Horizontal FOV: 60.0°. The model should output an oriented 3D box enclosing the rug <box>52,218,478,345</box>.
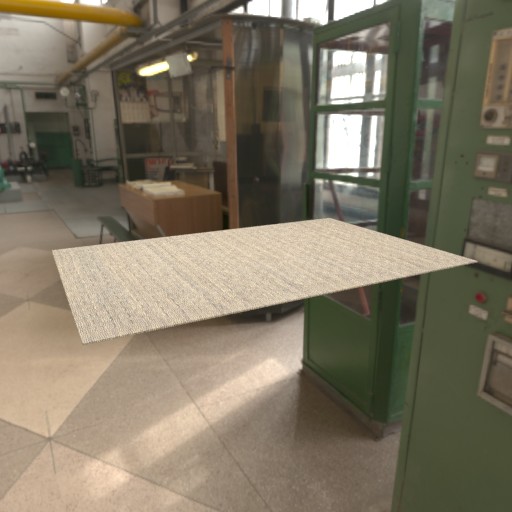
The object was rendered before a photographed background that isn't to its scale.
[{"bbox_3d":[0.000,0.000,2.172,1.752,0.006,1.142,-9,18,-27],"label":"rug"}]
